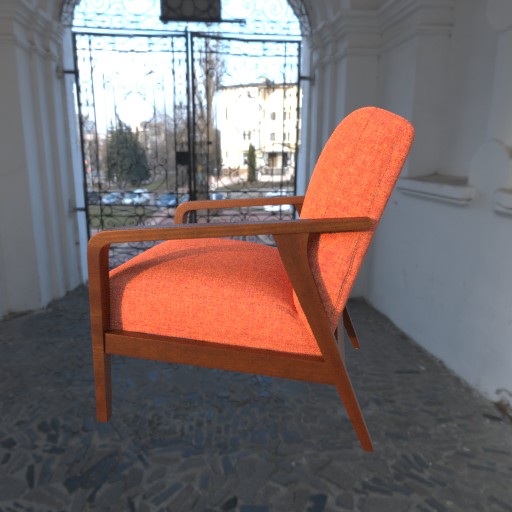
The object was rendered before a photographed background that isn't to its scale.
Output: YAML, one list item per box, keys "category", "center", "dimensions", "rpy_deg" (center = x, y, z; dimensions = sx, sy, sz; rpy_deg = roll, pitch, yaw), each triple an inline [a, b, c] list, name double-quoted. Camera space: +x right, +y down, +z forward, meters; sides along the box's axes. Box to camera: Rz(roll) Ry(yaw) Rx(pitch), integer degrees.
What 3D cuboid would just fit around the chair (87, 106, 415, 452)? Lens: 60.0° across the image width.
- category: "chair"
  center: [0.000, 0.000, 1.455]
  dimensions: [0.860, 0.890, 0.719]
  rpy_deg: [2, 13, 10]
